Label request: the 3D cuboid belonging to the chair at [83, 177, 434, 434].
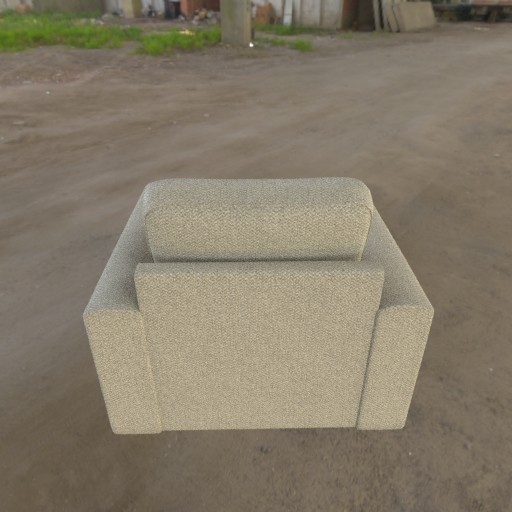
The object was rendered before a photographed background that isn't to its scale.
[{"bbox_3d":[0.000,0.000,1.739,1.005,0.873,1.016,-1,31,-1],"label":"chair"}]
